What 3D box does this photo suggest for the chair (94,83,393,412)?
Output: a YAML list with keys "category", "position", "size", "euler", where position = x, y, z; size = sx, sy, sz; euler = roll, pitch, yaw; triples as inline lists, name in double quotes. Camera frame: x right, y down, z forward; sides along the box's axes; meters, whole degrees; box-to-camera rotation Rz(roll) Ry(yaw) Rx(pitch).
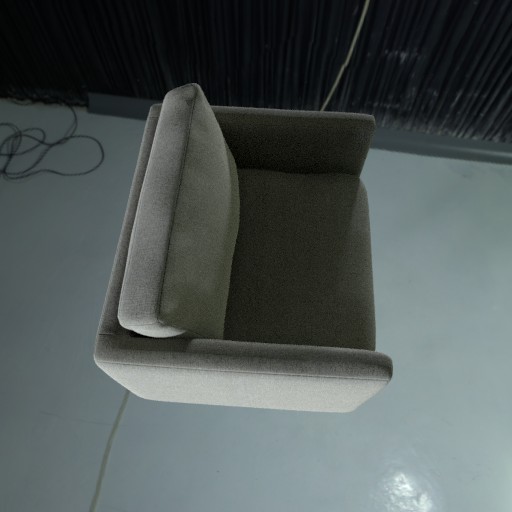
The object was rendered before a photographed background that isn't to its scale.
- category: "chair"
  position: [0.000, 0.000, 1.813]
  size: [0.959, 0.963, 1.107]
  euler: [3, 63, 2]
